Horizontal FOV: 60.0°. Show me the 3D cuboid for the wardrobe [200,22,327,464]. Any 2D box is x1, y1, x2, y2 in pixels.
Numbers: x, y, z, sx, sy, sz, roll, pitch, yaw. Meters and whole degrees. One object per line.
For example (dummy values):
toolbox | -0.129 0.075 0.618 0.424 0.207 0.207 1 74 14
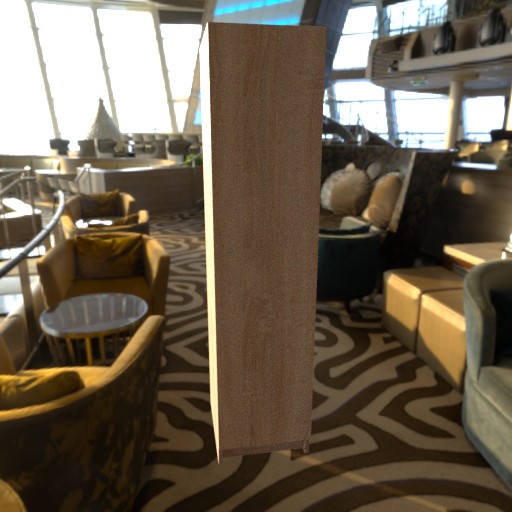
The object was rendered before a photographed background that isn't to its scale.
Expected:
wardrobe | 0.000 0.000 2.366 0.496 2.117 0.588 -3 16 -10
